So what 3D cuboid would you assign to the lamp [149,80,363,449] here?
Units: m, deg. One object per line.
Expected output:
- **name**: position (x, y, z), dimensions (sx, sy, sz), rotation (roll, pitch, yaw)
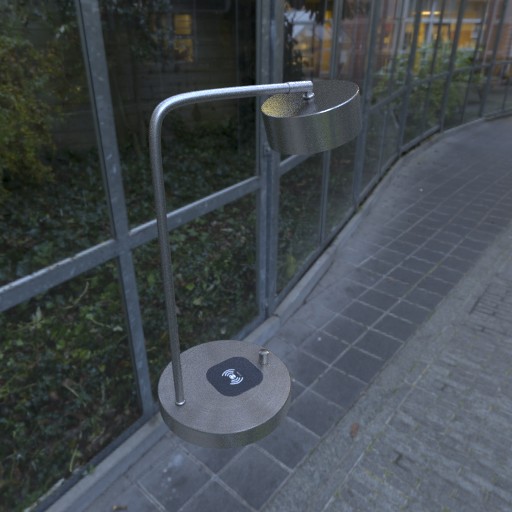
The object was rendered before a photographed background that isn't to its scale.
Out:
- **lamp**: position (0.000, 0.000, 0.647), dimensions (0.334, 0.469, 0.211), rotation (-18, 32, -32)
